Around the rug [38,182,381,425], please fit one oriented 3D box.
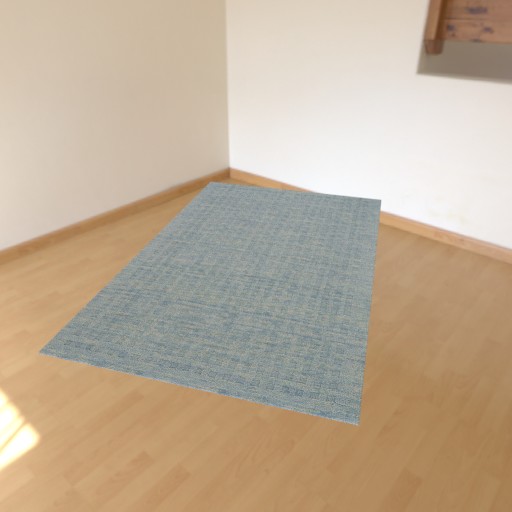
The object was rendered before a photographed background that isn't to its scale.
[{"bbox_3d":[0.000,0.000,2.195,1.142,0.006,1.752,8,32,14],"label":"rug"}]
